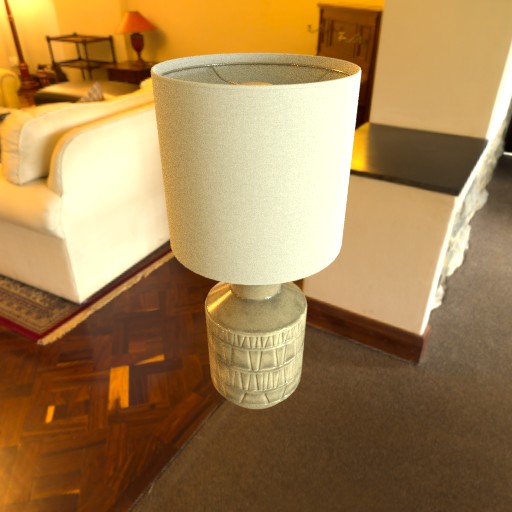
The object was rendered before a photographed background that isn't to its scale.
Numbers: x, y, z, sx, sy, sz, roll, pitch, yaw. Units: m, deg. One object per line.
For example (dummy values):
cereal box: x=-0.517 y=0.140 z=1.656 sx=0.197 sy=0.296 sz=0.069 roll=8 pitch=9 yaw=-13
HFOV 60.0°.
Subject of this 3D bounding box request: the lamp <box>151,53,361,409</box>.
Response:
lamp: x=0.000 y=0.000 z=0.571 sx=0.211 sy=0.455 sz=0.211 roll=-10 pitch=33 yaw=-15
